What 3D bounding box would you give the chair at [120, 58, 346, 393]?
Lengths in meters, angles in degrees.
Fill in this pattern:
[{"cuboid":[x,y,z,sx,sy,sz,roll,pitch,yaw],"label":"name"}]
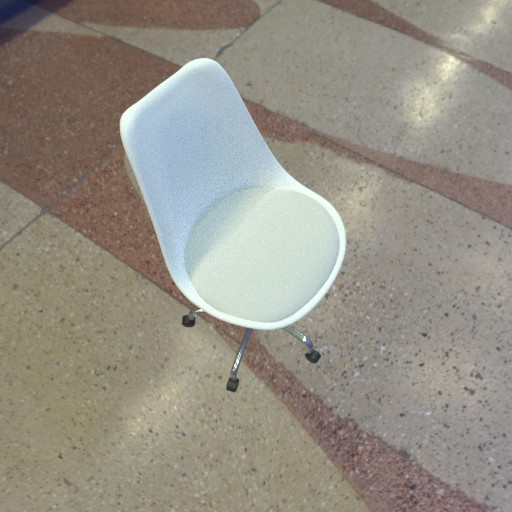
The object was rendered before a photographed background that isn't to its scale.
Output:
[{"cuboid":[0.000,0.000,1.285,0.550,0.930,0.550,32,63,18],"label":"chair"}]
